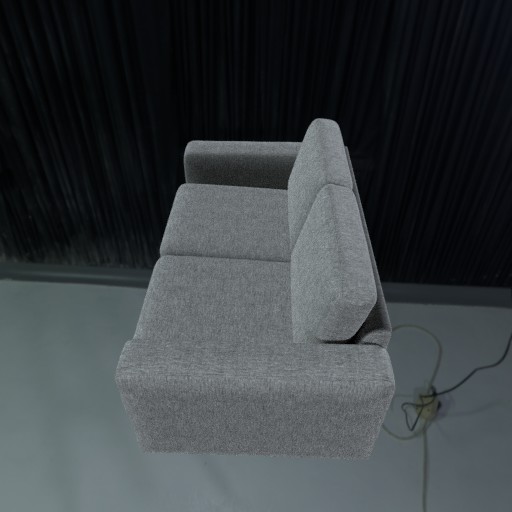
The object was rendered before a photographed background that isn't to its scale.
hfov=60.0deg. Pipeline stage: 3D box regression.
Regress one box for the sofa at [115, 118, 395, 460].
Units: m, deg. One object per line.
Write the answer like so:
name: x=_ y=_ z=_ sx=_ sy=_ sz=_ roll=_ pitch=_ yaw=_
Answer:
sofa: x=0.000 y=0.000 z=1.984 sx=0.900 sy=0.800 sz=1.520 roll=1 pitch=42 yaw=1
